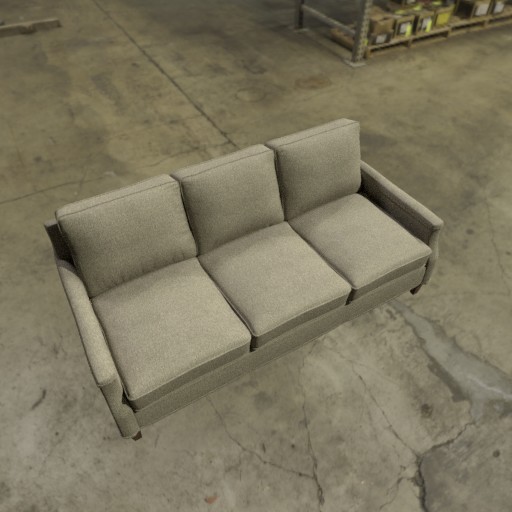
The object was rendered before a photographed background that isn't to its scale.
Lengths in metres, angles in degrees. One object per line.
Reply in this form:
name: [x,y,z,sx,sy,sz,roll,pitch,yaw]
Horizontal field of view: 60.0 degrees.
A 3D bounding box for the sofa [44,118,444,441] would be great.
sofa: [0.000,0.000,2.795,2.246,1.003,1.084,-23,50,-20]
